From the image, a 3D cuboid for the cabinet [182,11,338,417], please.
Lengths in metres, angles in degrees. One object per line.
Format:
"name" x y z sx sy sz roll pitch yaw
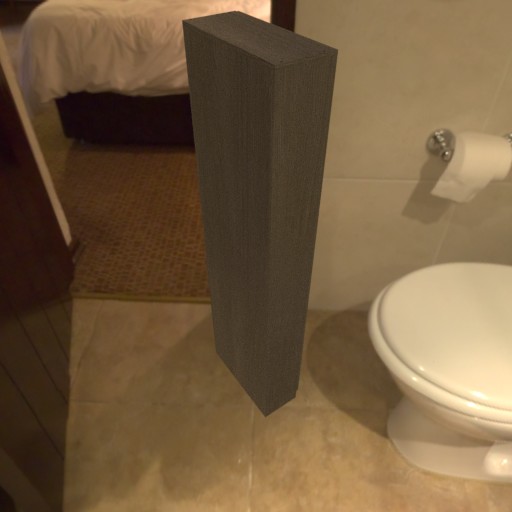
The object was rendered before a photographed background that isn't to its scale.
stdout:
"cabinet" 0.000 0.000 1.920 0.230 1.790 0.500 -25 48 -25
